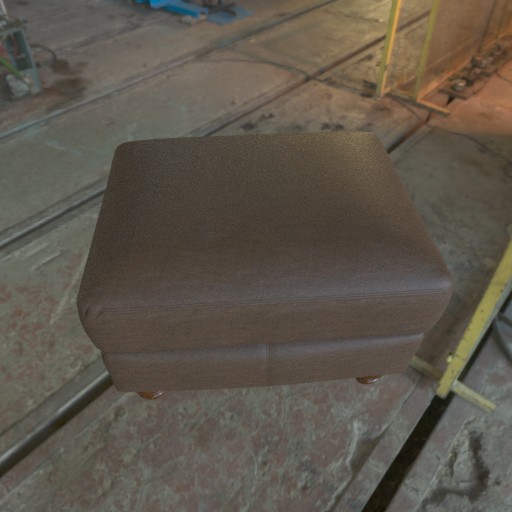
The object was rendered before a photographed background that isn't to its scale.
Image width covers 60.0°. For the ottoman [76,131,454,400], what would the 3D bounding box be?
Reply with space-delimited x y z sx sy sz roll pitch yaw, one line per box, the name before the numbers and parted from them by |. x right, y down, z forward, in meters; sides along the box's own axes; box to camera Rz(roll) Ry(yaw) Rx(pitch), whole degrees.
ottoman | 0.000 0.000 1.202 0.787 0.508 0.635 -3 45 -3
